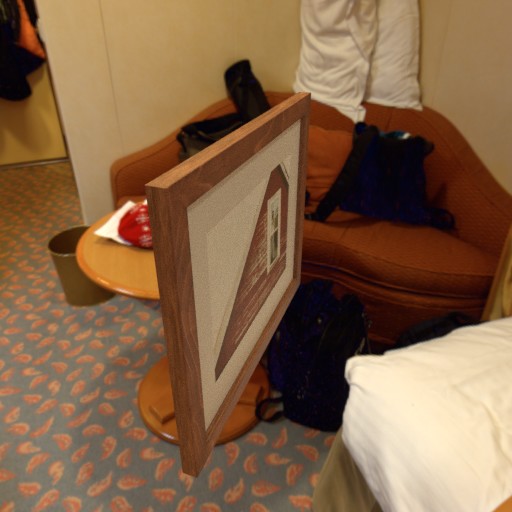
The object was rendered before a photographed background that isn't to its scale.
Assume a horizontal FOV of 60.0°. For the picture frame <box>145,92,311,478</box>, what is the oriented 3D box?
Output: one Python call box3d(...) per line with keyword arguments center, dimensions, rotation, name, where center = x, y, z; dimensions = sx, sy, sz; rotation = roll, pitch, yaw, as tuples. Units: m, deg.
box3d(center=(0.000, 0.000, 0.776), dimensions=(0.025, 0.457, 0.559), rotation=(11, 32, 18), name="picture frame")
